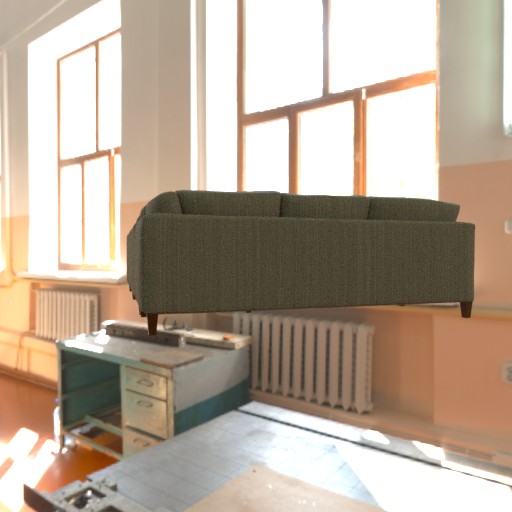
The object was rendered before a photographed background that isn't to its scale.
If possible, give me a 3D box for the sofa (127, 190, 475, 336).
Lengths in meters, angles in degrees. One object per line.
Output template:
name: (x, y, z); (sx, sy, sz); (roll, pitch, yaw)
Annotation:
sofa: (0.000, 0.000, 4.728); (2.594, 0.961, 3.460); (0, 0, -18)
